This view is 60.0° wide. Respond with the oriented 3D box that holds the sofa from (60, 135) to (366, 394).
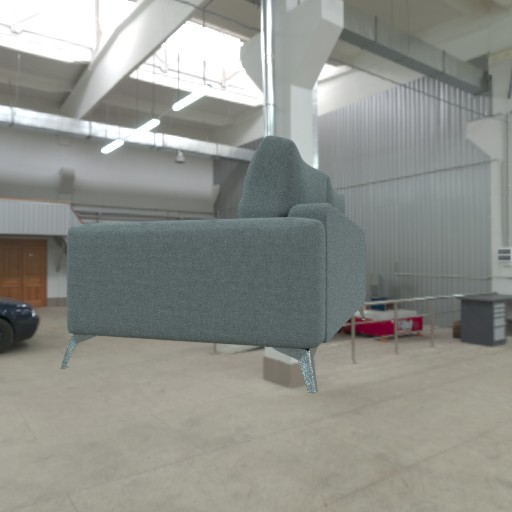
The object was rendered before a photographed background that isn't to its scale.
[{"bbox_3d":[0.000,0.000,2.154,0.920,0.790,1.650,0,-1,19],"label":"sofa"}]
